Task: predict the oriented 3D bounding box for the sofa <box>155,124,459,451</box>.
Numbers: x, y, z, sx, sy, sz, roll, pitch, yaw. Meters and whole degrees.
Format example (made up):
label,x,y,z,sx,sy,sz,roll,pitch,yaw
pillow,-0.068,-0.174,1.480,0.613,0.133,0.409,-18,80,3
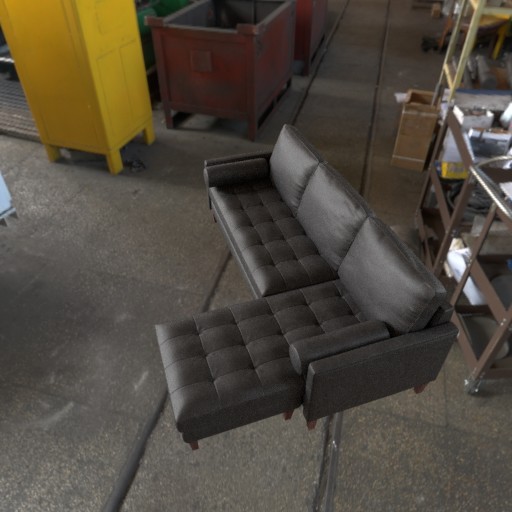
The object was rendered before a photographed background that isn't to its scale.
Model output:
label,x,y,z,sx,sy,sz,roll,pitch,yaw
sofa,0.000,0.000,2.985,1.497,0.876,2.178,-13,43,-14
